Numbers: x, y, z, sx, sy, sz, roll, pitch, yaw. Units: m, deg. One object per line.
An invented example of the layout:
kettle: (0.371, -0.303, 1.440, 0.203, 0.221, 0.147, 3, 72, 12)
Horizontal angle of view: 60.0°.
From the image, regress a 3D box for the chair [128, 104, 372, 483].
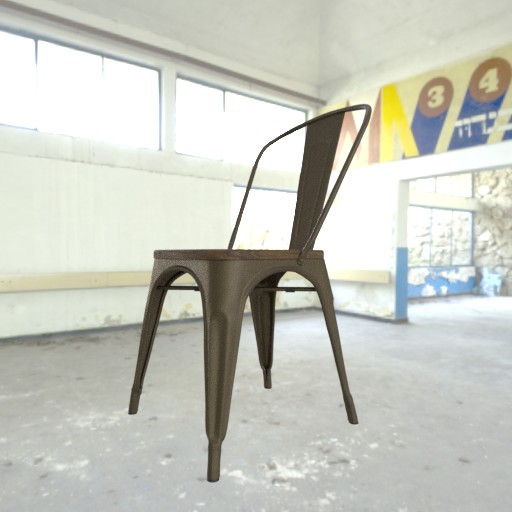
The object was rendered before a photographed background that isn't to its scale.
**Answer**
chair: (0.000, 0.000, 1.160, 0.532, 0.844, 0.451, 0, 0, -36)
